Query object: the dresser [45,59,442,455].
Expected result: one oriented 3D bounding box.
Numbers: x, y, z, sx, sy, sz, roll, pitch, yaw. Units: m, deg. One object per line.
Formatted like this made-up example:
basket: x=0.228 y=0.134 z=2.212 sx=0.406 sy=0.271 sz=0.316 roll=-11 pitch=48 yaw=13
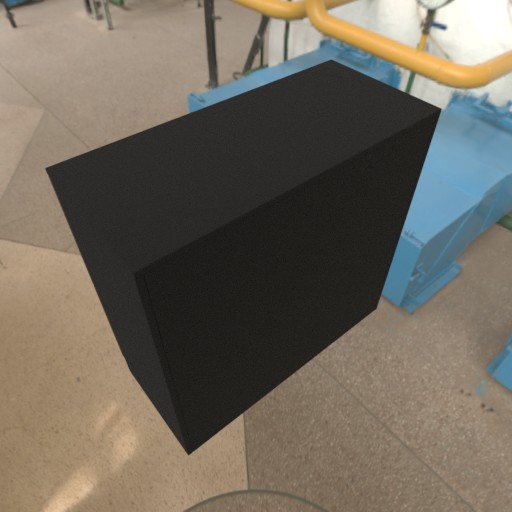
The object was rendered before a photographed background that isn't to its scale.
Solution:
dresser: x=0.000 y=0.000 z=1.154 sx=0.750 sy=0.720 sz=0.360 roll=-31 pitch=54 yaw=-26
